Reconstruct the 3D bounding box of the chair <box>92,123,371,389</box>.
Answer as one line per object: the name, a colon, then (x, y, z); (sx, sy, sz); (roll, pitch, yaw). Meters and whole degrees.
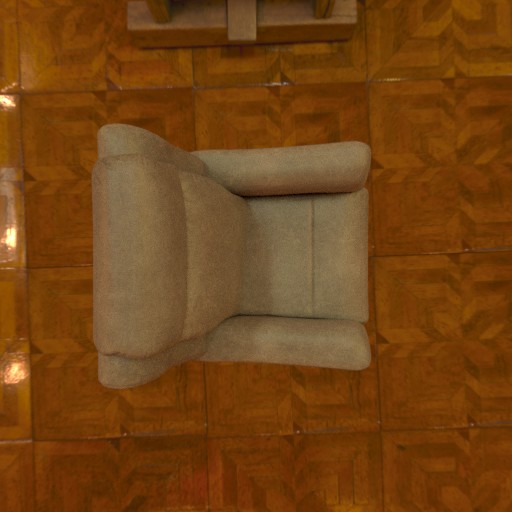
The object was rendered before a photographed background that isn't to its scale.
chair: (0.000, 0.000, 1.909); (1.068, 1.116, 0.965); (0, 90, 0)
